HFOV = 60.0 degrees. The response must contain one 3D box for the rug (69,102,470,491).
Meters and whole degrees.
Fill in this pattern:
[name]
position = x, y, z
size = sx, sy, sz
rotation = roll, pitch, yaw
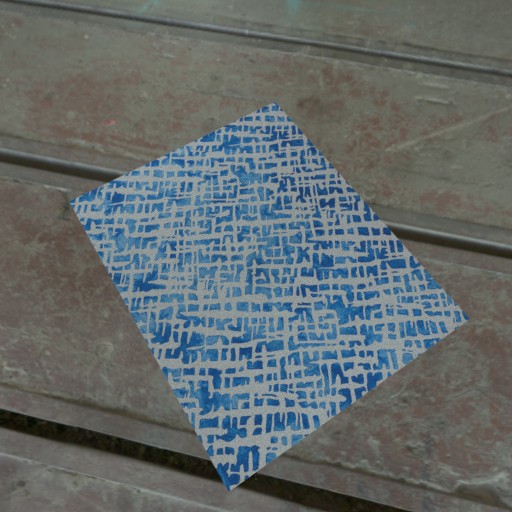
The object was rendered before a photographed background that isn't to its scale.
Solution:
[rug]
position = 0.000, 0.000, 4.074
size = 2.435, 0.007, 3.007
rotation = -30, 67, -14
